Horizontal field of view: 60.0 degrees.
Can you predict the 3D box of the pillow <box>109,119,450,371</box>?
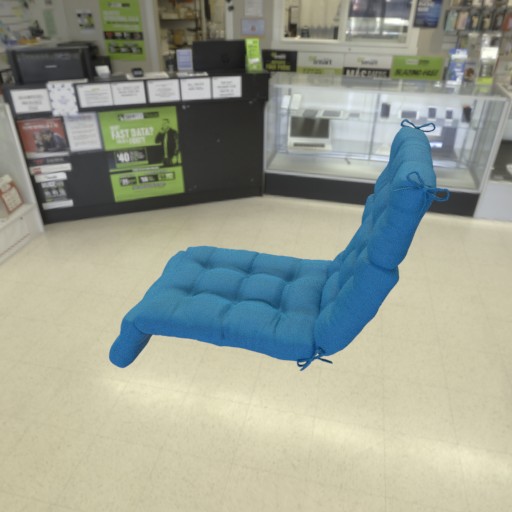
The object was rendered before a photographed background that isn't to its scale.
[{"bbox_3d":[0.000,0.000,1.494,1.016,0.863,0.526,8,33,13],"label":"pillow"}]
